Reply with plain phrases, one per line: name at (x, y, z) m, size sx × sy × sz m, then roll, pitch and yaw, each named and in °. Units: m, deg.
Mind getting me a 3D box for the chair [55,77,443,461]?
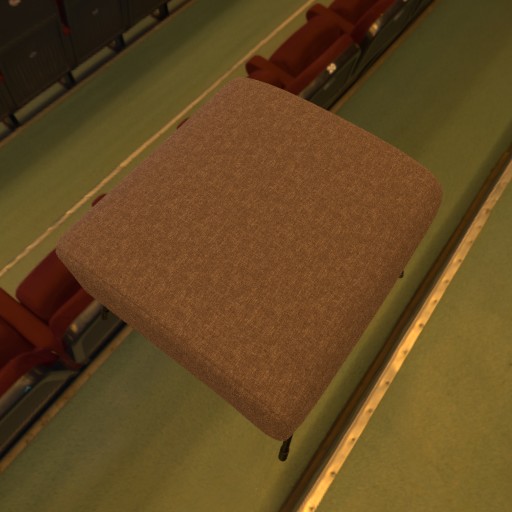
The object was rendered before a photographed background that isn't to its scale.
chair at (0.000, 0.000, 0.895) m, size 0.530 × 0.410 × 0.530 m, roll 33°, pitch 67°, yaw 16°
